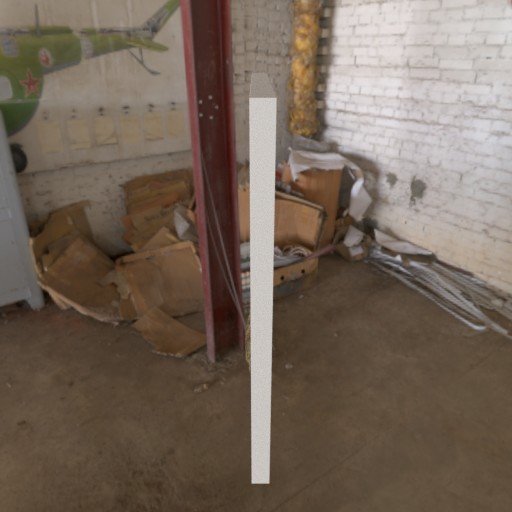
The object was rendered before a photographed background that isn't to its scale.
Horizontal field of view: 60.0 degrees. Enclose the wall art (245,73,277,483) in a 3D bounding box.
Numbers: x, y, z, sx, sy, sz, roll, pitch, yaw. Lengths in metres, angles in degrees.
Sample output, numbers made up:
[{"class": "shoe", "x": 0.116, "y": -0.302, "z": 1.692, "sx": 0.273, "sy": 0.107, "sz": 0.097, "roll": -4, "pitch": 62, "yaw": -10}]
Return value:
[{"class": "wall art", "x": 0.000, "y": 0.000, "z": 1.040, "sx": 0.055, "sy": 0.763, "sz": 0.611, "roll": 0, "pitch": 25, "yaw": 0}]
